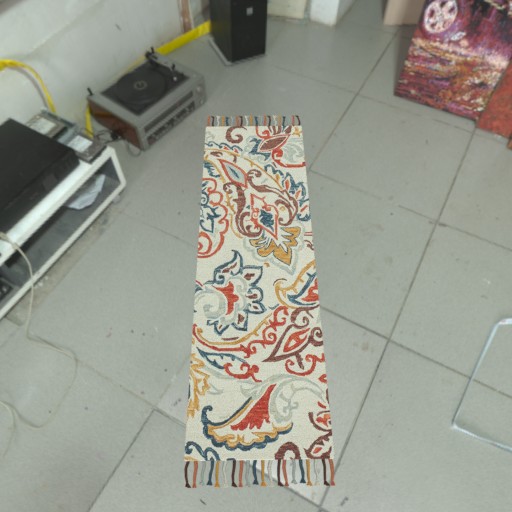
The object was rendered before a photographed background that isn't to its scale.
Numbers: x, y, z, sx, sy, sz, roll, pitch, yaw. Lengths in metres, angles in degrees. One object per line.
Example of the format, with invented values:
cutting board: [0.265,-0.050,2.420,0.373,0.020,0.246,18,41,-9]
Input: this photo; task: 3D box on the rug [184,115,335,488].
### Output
rug: [0.000,0.000,2.893,0.763,0.015,2.682,-1,58,0]
